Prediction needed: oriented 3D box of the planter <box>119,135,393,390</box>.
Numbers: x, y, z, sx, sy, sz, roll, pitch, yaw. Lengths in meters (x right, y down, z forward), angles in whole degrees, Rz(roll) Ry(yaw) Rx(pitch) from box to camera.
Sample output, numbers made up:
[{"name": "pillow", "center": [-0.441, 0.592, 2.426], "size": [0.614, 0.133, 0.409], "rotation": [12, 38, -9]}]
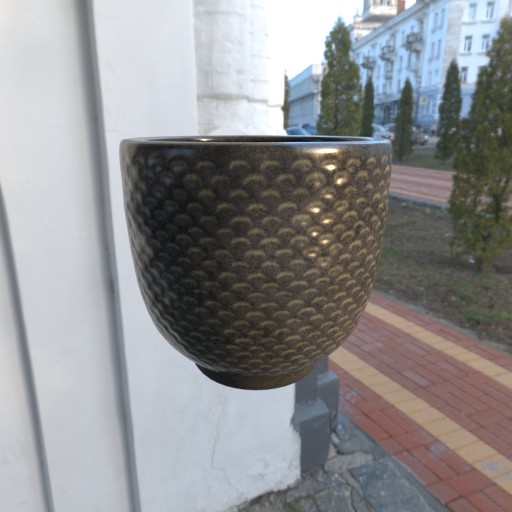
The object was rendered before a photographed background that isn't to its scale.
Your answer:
[{"name": "planter", "center": [0.000, 0.000, 0.311], "size": [0.172, 0.160, 0.172], "rotation": [0, 16, 0]}]
